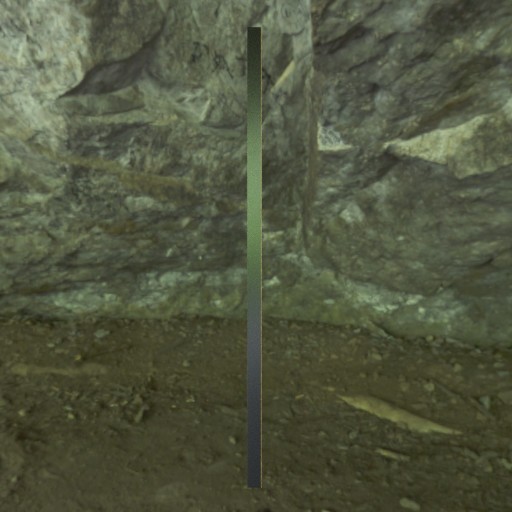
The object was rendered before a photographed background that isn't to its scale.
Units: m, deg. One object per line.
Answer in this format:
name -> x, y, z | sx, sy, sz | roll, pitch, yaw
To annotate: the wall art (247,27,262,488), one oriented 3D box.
wall art -> 0.000, 0.000, 0.650 | 0.014, 0.445, 0.446 | 0, 1, 0
